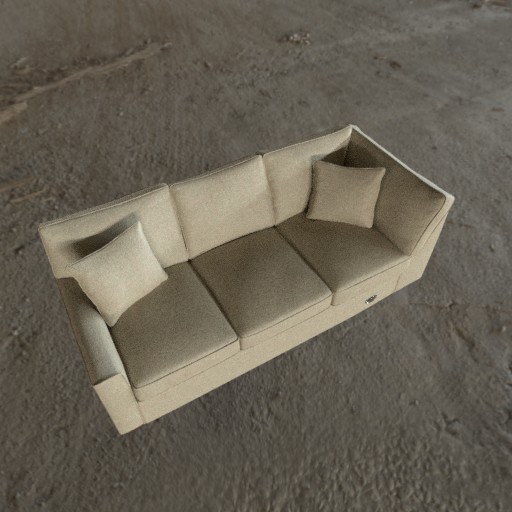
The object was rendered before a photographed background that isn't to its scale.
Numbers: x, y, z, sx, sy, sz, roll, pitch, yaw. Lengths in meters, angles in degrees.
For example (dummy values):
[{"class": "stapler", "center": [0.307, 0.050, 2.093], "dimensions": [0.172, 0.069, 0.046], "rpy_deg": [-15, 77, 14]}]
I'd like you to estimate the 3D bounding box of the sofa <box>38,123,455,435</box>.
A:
[{"class": "sofa", "center": [0.000, 0.000, 2.852], "dimensions": [2.317, 0.962, 1.061], "rpy_deg": [-23, 51, -20]}]
